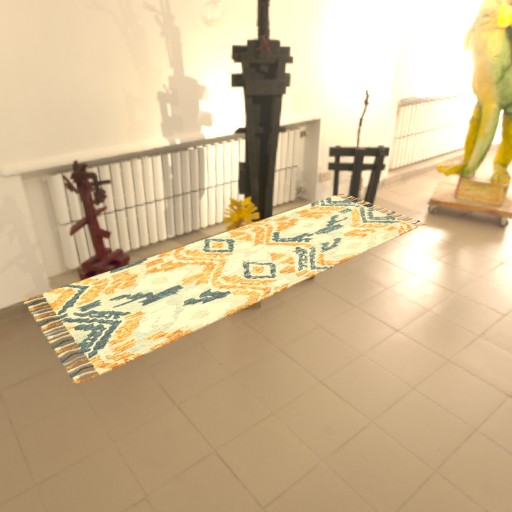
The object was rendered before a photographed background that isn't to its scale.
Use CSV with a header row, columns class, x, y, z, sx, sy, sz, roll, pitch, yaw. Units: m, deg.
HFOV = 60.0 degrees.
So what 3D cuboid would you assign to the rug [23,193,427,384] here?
class,x,y,z,sx,sy,sz,roll,pitch,yaw
rug,0.000,0.000,2.664,2.437,0.010,0.783,-21,35,-34
